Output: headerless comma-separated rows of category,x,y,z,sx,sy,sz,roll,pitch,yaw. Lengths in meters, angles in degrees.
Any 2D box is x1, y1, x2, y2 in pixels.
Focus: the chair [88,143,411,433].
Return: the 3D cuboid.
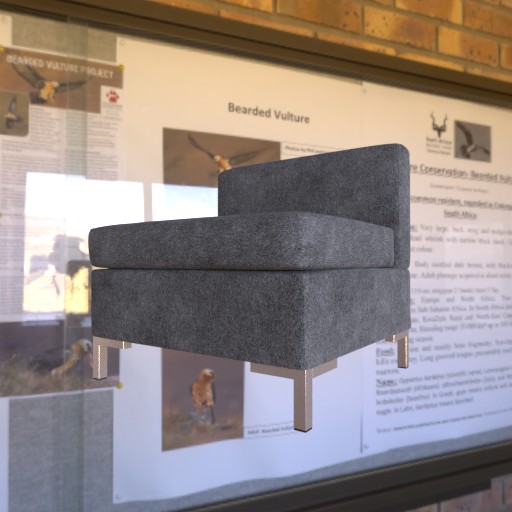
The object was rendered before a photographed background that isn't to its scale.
chair,0.000,0.000,1.253,0.680,0.660,0.680,-1,-1,36
